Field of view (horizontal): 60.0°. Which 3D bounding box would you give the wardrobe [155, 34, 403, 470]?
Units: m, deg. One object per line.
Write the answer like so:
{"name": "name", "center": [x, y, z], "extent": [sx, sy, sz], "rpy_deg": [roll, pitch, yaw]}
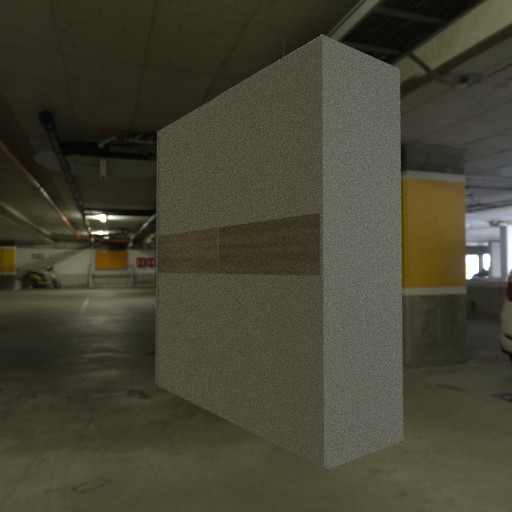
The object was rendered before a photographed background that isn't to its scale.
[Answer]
{"name": "wardrobe", "center": [0.000, 0.000, 2.955], "extent": [0.600, 2.020, 1.830], "rpy_deg": [1, -2, -37]}
